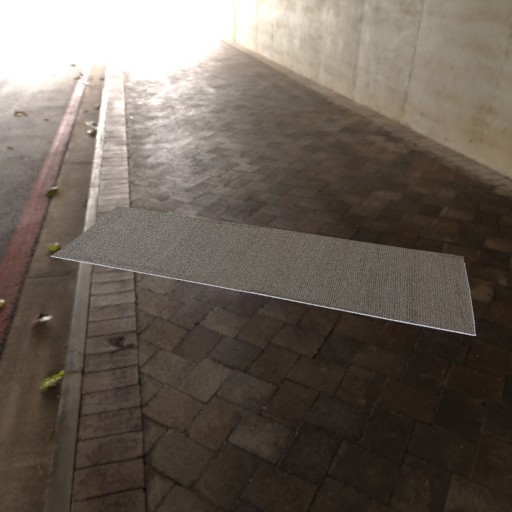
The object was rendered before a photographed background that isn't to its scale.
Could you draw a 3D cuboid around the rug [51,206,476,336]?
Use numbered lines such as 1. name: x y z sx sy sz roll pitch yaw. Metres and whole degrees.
1. rug: 0.000 0.000 2.667 2.390 0.014 0.741 9 33 15
